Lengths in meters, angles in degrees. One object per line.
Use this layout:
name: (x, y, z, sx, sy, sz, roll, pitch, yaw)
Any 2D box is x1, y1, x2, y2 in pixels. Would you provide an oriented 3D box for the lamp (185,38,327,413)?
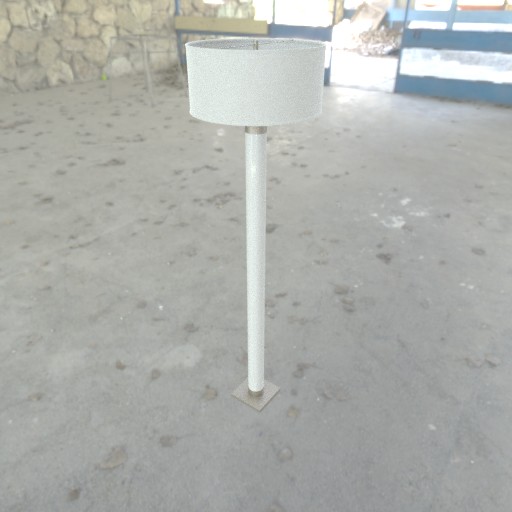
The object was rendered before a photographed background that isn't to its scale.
lamp: (0.000, 0.000, 1.680, 0.420, 1.475, 0.420, 20, 36, 31)
